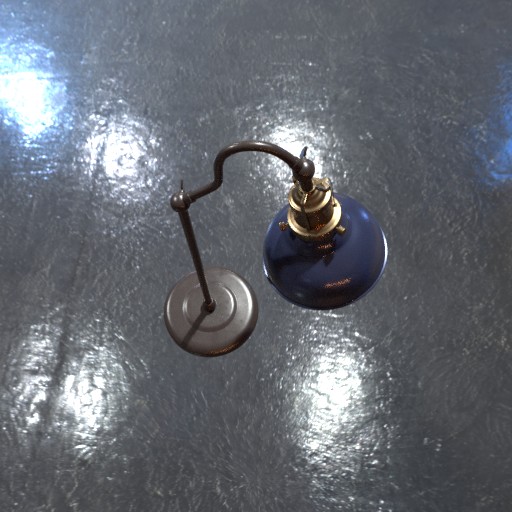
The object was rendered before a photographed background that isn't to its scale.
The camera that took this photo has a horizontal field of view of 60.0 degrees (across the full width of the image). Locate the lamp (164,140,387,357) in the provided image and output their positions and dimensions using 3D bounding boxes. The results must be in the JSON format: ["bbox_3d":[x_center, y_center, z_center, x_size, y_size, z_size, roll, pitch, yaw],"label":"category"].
[{"bbox_3d":[0.000,0.000,0.674,0.374,0.508,0.192,2,63,1],"label":"lamp"}]
